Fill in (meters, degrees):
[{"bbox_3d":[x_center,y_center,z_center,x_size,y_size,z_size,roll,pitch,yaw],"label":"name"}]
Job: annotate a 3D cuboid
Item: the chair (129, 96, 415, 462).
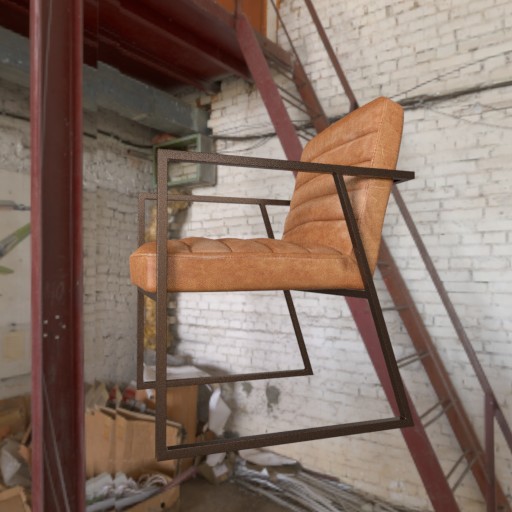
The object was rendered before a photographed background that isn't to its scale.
[{"bbox_3d":[0.000,0.000,1.251,0.677,0.832,0.571,1,-2,-19],"label":"chair"}]
